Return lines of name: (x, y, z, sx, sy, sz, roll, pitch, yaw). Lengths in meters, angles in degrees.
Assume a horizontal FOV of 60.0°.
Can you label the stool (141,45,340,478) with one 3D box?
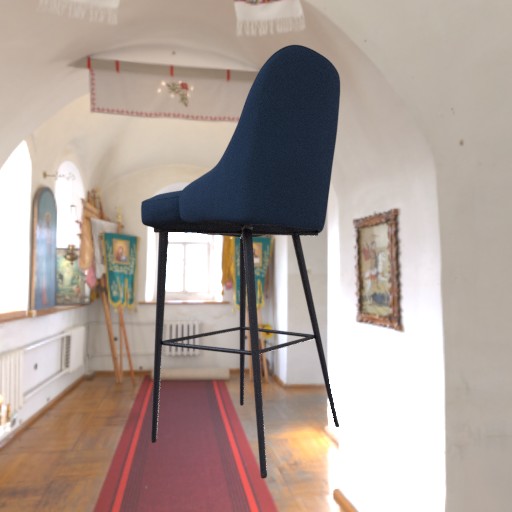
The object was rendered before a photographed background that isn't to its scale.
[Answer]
stool: (0.000, 0.000, 1.351, 0.489, 1.079, 0.527, -1, -2, 35)
